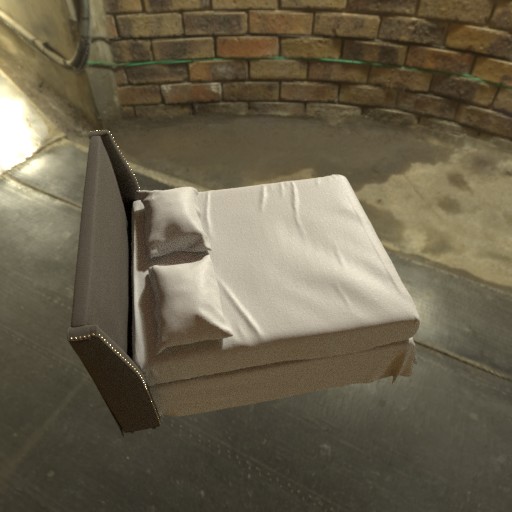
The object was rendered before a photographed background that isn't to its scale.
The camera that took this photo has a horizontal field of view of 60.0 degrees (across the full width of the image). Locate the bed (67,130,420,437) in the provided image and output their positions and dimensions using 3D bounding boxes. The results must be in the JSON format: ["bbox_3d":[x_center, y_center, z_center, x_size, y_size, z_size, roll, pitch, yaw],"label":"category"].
[{"bbox_3d":[0.000,0.000,3.409,2.276,1.332,1.925,-8,49,-7],"label":"bed"}]
